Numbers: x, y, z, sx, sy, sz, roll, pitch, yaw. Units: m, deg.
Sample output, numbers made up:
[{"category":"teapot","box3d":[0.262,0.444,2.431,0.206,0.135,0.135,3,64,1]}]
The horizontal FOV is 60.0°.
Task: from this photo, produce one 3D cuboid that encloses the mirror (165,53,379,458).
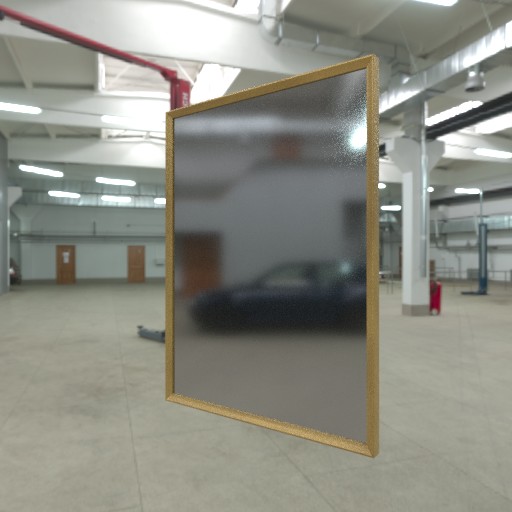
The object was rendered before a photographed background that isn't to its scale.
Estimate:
[{"category":"mirror","box3d":[0.000,0.000,1.353,0.762,1.016,0.041,0,0,36]}]
